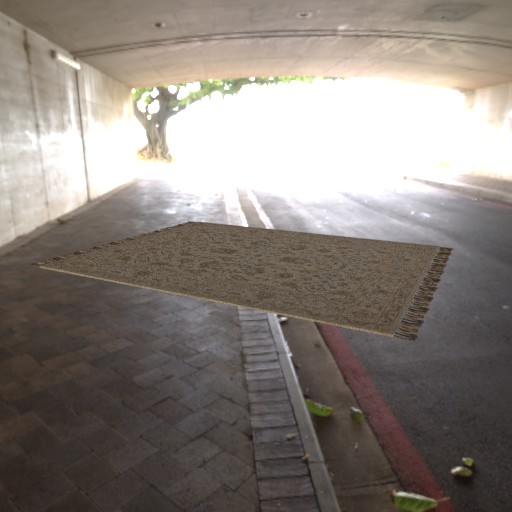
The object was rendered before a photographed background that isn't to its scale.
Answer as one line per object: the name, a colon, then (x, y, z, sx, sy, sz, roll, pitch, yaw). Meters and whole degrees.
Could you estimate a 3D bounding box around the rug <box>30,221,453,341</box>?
rug: (0.000, 0.000, 2.220, 1.726, 0.009, 1.278, 8, 17, 27)
